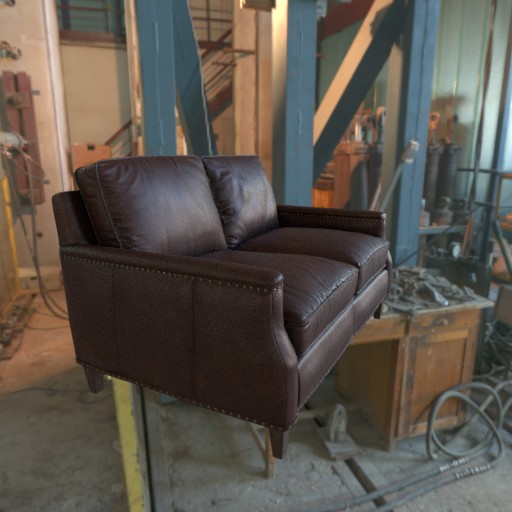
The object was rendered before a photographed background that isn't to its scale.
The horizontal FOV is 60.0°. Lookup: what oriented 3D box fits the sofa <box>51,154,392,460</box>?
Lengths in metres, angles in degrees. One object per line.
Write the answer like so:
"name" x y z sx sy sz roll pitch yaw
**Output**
"sofa" 0.000 0.000 2.250 1.083 1.003 1.628 7 16 27
